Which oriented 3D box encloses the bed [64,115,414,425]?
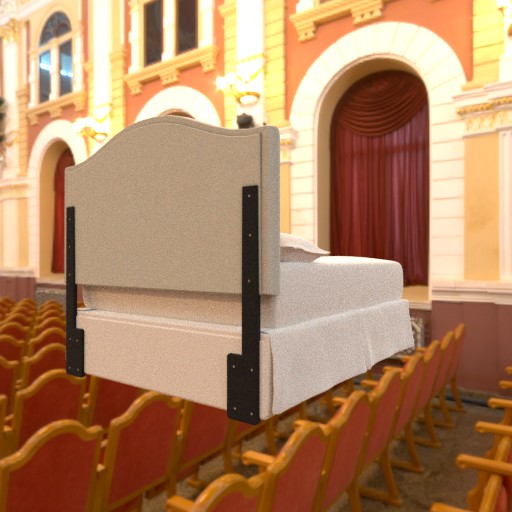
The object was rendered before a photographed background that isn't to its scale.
[{"bbox_3d":[0.000,0.000,3.432,1.813,1.607,2.180,0,0,36],"label":"bed"}]
